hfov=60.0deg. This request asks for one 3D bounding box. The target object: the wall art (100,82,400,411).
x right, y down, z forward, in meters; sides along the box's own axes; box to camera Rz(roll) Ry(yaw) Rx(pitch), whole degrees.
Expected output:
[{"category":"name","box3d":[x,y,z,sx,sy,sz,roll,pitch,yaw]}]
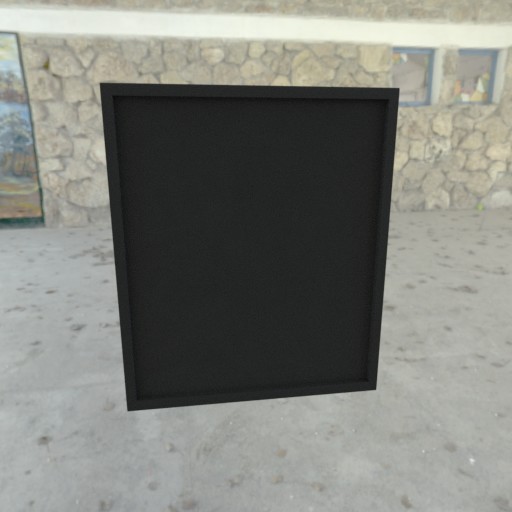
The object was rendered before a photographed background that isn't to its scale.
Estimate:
[{"category":"wall art","box3d":[0.000,0.000,0.706,0.432,0.508,0.021,-2,15,-8]}]
